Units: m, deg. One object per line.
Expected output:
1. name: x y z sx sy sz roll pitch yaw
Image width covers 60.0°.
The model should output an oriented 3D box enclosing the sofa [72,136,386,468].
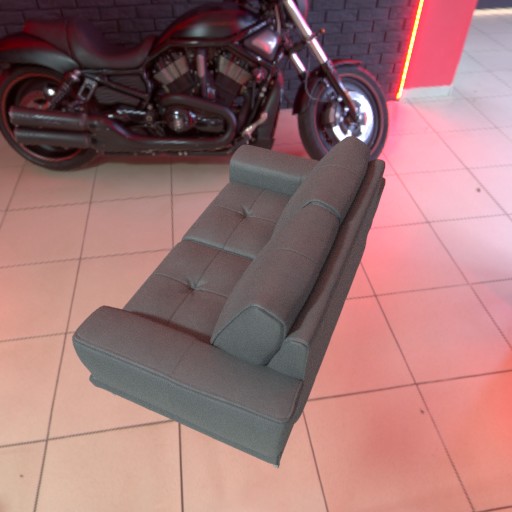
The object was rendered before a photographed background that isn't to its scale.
1. sofa: 0.000 0.000 2.392 1.018 0.907 1.806 17 47 17
